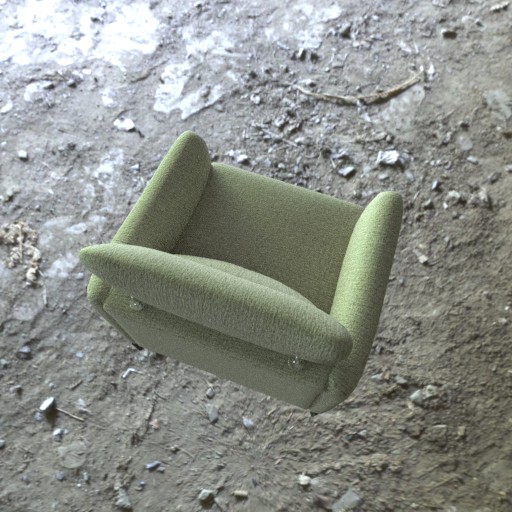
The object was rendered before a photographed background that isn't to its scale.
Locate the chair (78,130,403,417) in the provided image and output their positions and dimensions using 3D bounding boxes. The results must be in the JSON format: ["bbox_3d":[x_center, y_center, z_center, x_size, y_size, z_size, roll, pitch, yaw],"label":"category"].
[{"bbox_3d":[0.000,0.000,1.670,0.972,0.967,0.835,19,66,9],"label":"chair"}]
